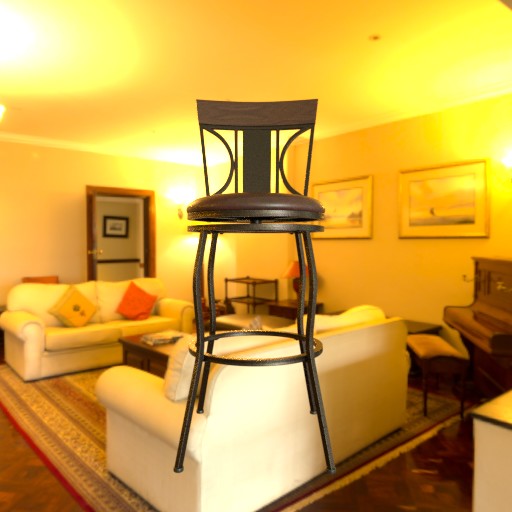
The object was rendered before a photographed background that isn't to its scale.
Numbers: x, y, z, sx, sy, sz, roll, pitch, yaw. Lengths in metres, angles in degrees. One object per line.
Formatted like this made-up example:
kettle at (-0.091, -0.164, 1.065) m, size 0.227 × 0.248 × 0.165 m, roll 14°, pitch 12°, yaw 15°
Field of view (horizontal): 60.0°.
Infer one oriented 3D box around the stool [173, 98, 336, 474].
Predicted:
stool at (0.000, 0.000, 1.404) m, size 0.448 × 1.130 × 0.513 m, roll 0°, pitch 2°, yaw 1°
